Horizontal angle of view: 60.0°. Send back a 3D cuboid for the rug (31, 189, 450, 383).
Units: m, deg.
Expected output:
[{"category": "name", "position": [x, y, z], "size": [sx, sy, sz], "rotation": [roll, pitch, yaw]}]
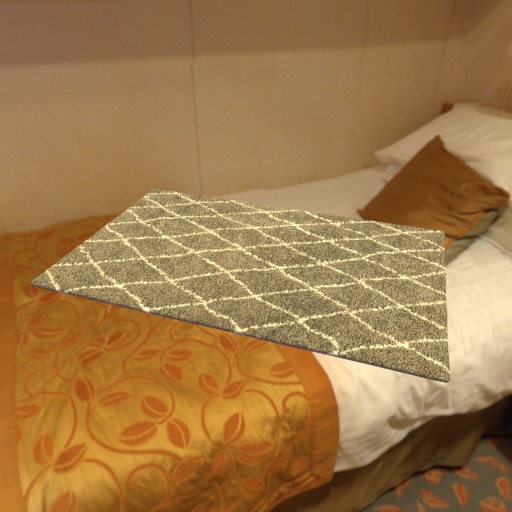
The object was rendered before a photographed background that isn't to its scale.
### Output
[{"category": "rug", "position": [0.000, 0.000, 3.016], "size": [2.438, 0.030, 1.524], "rotation": [10, 34, 16]}]
